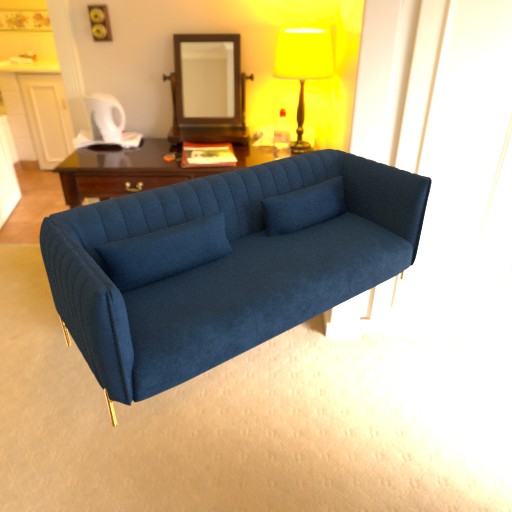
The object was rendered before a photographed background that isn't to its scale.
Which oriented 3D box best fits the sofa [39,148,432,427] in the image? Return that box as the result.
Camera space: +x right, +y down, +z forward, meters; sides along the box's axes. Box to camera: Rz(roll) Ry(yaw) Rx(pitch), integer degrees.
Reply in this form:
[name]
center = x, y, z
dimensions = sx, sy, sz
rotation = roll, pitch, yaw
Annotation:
[sofa]
center = 0.000, 0.000, 2.606
dimensions = 2.136, 0.793, 0.896
rotation = -20, 35, -31
